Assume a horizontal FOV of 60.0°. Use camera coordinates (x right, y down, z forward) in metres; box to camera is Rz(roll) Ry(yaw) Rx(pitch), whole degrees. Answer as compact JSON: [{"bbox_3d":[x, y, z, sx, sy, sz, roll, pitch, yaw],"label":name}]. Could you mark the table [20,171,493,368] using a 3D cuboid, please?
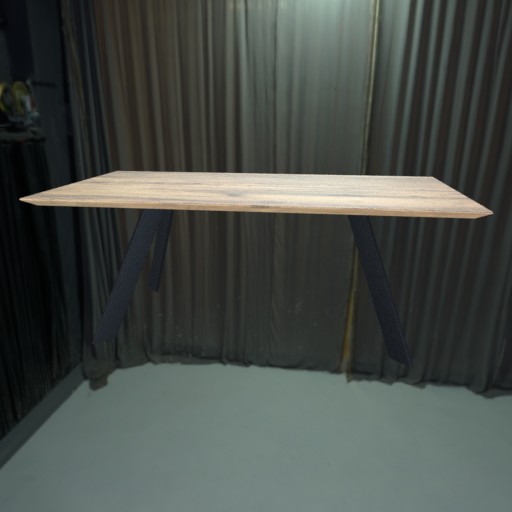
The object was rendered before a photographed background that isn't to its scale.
[{"bbox_3d":[0.000,0.000,2.443,2.000,0.770,1.000,3,18,8],"label":"table"}]
